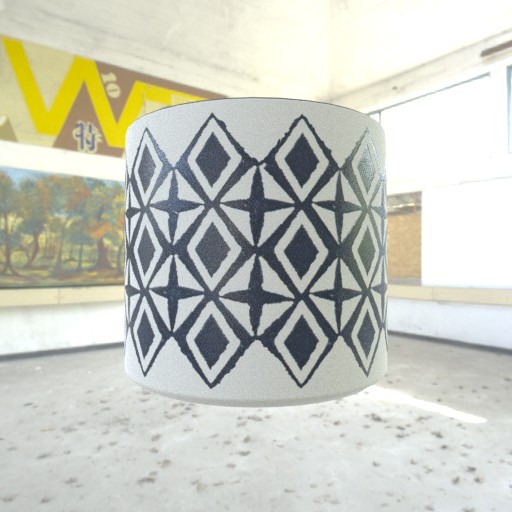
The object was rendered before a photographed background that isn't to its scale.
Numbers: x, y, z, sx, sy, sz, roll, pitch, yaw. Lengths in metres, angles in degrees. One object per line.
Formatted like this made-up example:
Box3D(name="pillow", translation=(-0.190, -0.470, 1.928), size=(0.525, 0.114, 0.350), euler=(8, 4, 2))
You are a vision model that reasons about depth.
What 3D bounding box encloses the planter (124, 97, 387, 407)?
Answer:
Box3D(name="planter", translation=(0.000, 0.000, 0.394), size=(0.224, 0.203, 0.224), euler=(0, -1, 0))
